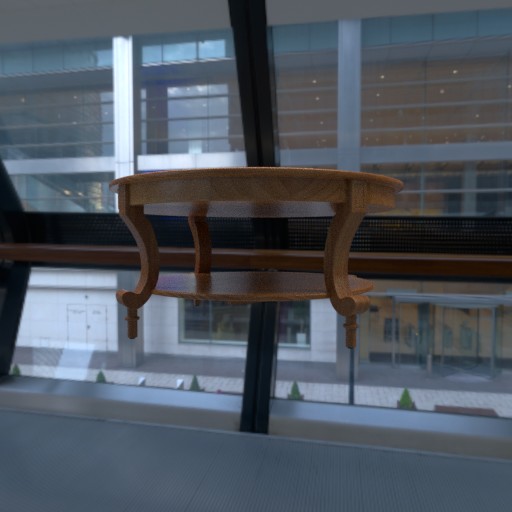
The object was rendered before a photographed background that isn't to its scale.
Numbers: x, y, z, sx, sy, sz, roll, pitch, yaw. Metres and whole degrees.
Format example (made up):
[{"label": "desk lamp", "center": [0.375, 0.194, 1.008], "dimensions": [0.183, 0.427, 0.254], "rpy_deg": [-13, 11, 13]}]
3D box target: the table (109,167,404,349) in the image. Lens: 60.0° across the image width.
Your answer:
[{"label": "table", "center": [0.000, 0.000, 1.634], "dimensions": [1.029, 0.490, 1.029], "rpy_deg": [0, 2, 0]}]
